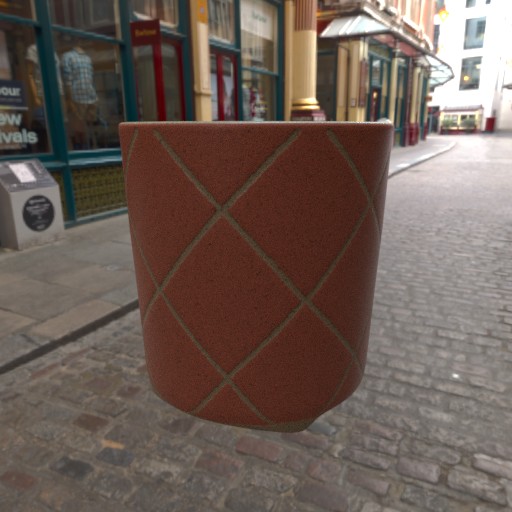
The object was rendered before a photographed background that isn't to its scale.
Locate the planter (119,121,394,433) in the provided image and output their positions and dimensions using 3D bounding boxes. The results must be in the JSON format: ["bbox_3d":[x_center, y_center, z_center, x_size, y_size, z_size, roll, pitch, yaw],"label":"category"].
[{"bbox_3d":[0.000,0.000,0.347,0.191,0.200,0.191,0,16,0],"label":"planter"}]
